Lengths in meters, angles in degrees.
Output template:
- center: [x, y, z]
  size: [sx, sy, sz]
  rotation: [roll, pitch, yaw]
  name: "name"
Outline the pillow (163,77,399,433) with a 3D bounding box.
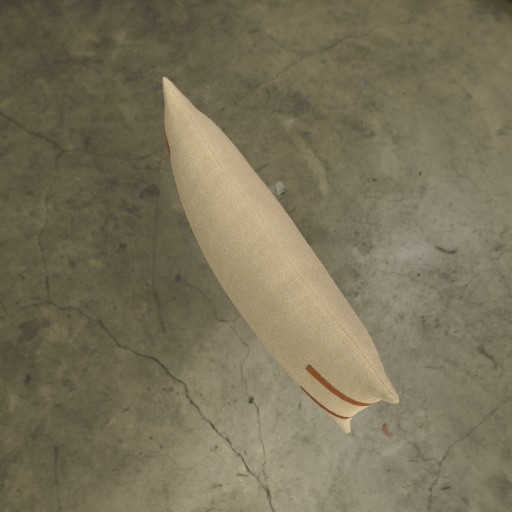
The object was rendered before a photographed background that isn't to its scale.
- center: [0.000, 0.000, 0.741]
  size: [0.148, 0.308, 0.612]
  rotation: [-28, 66, -14]
  name: "pillow"
